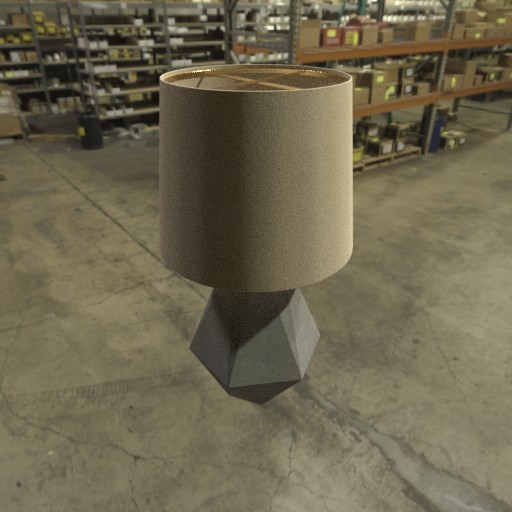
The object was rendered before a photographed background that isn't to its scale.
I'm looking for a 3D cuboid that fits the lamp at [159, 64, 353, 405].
[{"bbox_3d":[0.000,0.000,0.658,0.276,0.501,0.276,0,30,0],"label":"lamp"}]
